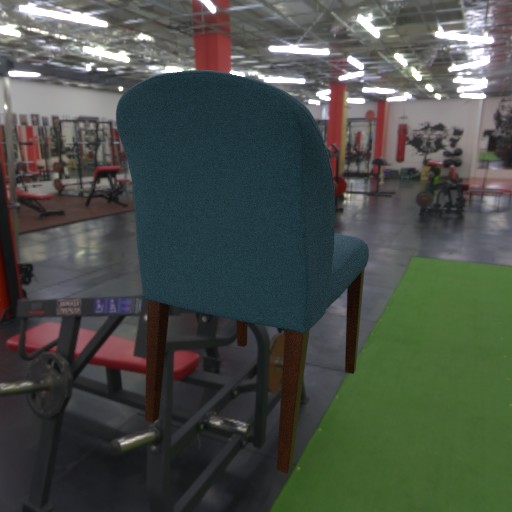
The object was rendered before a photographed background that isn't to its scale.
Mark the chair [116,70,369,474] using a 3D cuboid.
[{"bbox_3d":[0.000,0.000,1.227,0.507,0.879,0.620,8,16,27],"label":"chair"}]
